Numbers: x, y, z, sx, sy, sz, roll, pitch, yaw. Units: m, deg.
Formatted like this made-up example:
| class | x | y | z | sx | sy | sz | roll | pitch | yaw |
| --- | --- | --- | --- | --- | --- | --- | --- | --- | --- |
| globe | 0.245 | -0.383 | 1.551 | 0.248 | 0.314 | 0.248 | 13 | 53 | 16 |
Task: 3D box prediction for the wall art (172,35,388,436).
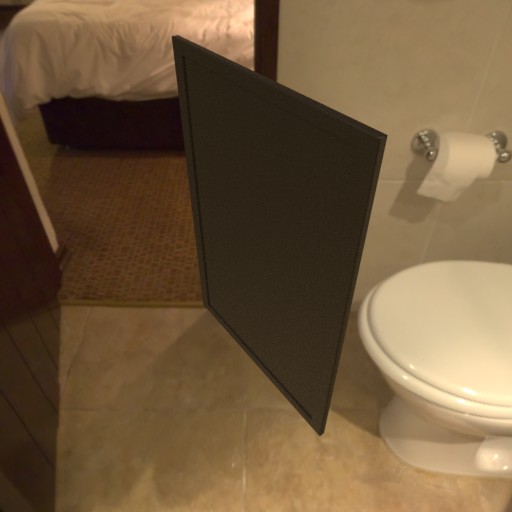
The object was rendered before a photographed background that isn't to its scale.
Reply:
| class | x | y | z | sx | sy | sz | roll | pitch | yaw |
| --- | --- | --- | --- | --- | --- | --- | --- | --- | --- |
| wall art | 0.000 | 0.000 | 0.823 | 0.012 | 0.661 | 0.451 | -27 | 48 | -27 |
